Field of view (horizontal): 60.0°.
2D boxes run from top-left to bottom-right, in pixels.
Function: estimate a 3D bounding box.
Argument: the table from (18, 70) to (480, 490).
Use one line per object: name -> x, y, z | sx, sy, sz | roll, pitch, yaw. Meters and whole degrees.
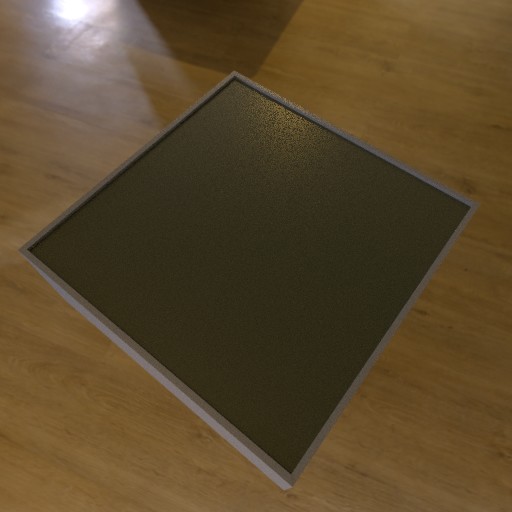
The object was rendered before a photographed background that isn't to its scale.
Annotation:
table -> 0.000, 0.000, 1.209 | 0.801, 0.299, 0.801 | 35, 67, 17
